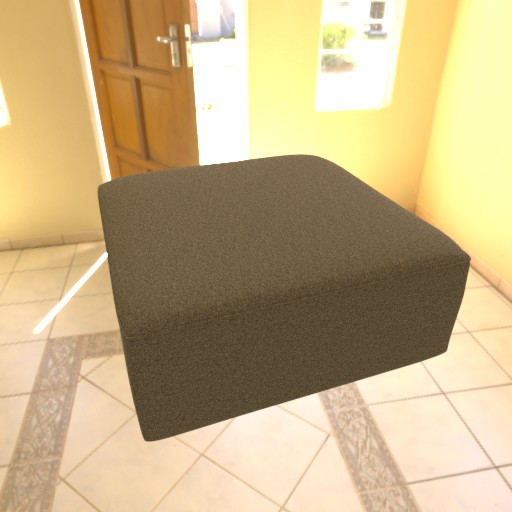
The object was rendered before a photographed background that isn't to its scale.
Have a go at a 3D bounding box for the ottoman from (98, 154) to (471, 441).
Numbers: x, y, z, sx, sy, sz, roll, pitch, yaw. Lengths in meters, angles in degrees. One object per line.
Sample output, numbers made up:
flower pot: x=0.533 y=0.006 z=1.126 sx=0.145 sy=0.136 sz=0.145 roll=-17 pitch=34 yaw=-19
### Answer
ottoman: x=0.000 y=0.000 z=1.624 sx=1.015 sy=0.464 sz=1.005 roll=-11 pitch=33 yaw=-17
